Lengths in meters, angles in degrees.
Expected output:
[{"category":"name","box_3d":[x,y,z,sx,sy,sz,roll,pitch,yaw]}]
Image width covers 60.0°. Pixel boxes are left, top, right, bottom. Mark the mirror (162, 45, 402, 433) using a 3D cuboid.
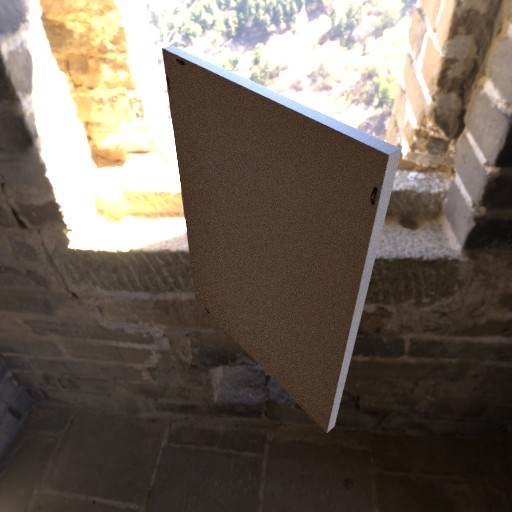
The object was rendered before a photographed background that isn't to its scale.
[{"category":"mirror","box_3d":[0.000,0.000,1.336,0.041,1.016,0.762,-29,50,-29]}]
